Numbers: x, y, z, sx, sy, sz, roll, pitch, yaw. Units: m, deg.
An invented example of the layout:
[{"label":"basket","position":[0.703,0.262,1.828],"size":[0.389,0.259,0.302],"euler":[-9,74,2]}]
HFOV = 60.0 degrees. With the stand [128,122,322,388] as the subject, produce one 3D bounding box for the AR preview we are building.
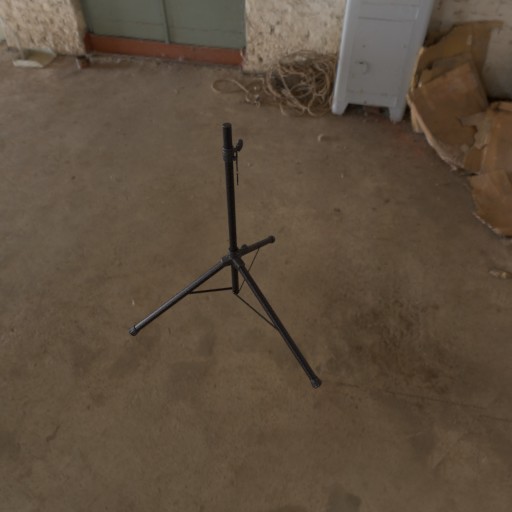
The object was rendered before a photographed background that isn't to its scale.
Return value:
[{"label":"stand","position":[0.000,0.000,1.929],"size":[1.045,1.136,0.907],"euler":[-33,55,-27]}]
